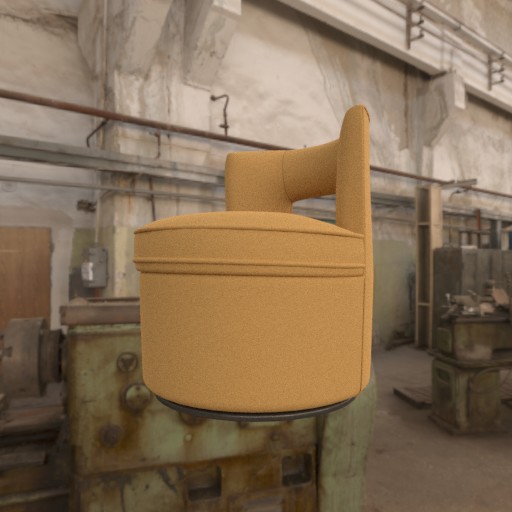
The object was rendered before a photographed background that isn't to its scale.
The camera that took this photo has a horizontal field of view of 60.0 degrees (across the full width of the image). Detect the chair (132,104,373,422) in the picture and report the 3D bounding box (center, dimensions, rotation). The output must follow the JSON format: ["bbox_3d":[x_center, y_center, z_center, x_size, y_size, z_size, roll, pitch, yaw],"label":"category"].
[{"bbox_3d":[0.000,0.000,1.229,0.665,0.723,0.650,0,-1,-35],"label":"chair"}]
